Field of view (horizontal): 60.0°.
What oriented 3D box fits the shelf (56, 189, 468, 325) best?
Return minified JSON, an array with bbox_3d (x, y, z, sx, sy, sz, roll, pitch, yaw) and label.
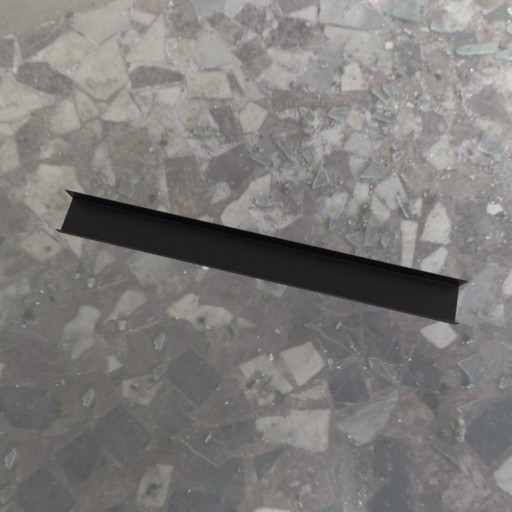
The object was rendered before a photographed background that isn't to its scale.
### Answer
[{"bbox_3d":[0.000,0.000,0.999,0.924,0.049,0.092,13,75,4],"label":"shelf"}]
